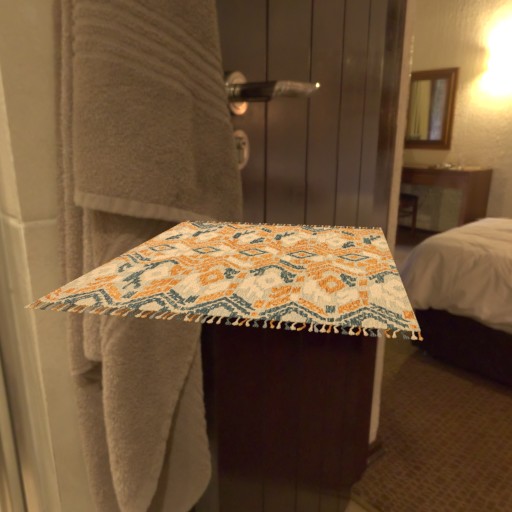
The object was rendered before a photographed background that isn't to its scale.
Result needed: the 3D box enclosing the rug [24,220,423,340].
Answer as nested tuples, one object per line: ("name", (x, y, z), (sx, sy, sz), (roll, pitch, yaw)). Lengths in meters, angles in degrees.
("rug", (0.000, 0.000, 4.052), (2.439, 0.010, 3.048), (3, 16, 11))
